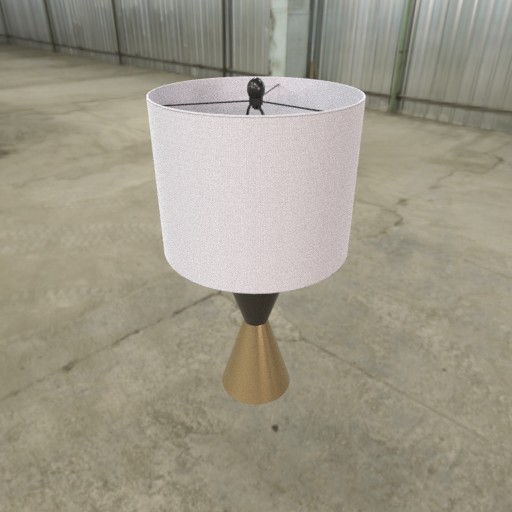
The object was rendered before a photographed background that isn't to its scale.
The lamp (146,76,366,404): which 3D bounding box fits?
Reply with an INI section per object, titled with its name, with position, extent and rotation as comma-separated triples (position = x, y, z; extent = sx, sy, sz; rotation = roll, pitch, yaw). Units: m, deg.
[lamp]
position = 0.000, 0.000, 0.760
extent = 0.304, 0.573, 0.304
rotation = -8, 31, -14
